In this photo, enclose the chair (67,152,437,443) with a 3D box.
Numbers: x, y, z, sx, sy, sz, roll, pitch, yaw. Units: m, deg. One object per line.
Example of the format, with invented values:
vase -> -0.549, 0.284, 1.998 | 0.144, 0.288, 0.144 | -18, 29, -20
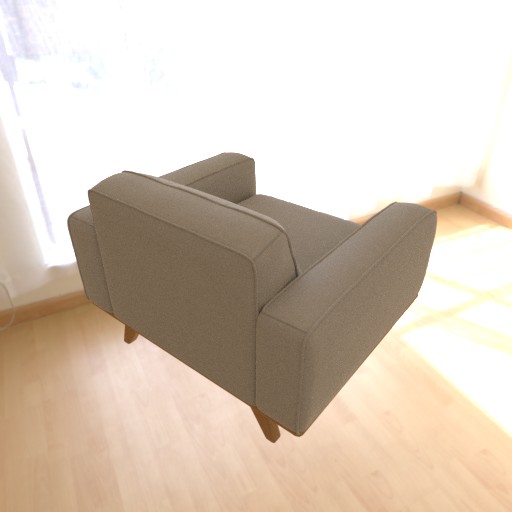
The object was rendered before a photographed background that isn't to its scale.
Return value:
chair -> 0.000, 0.000, 1.774 | 1.115, 0.779, 0.953 | 23, 39, 31
